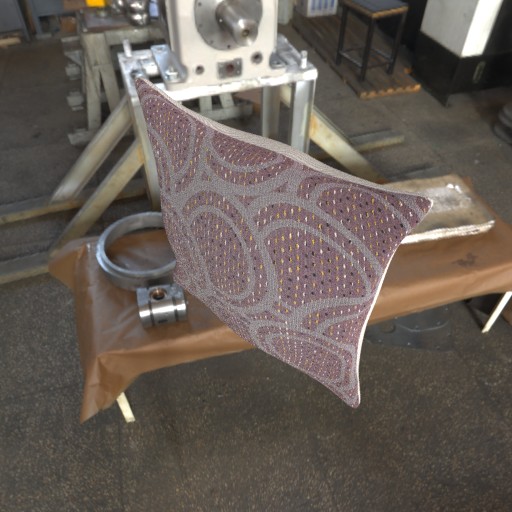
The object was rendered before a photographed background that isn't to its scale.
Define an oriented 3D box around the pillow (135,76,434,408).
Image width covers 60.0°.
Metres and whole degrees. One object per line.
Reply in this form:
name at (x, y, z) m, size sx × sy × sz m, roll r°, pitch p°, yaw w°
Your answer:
pillow at (0.000, 0.000, 0.794) m, size 0.514 × 0.513 × 0.163 m, roll 31°, pitch 53°, yaw 26°
